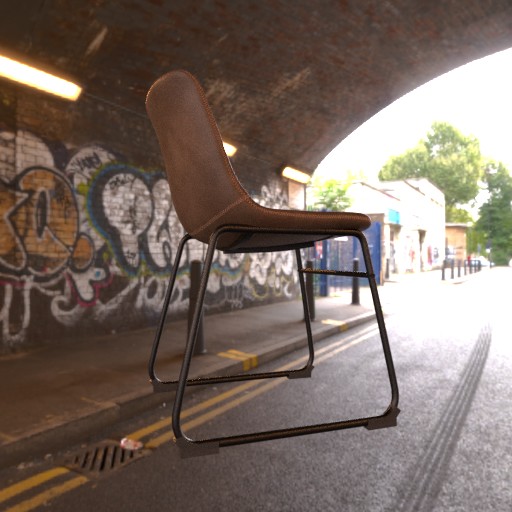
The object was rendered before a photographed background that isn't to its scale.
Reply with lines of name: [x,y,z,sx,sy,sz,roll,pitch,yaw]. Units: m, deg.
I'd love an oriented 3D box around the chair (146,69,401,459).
chair: [0.000,0.000,1.144,0.551,0.780,0.460,0,0,-19]
